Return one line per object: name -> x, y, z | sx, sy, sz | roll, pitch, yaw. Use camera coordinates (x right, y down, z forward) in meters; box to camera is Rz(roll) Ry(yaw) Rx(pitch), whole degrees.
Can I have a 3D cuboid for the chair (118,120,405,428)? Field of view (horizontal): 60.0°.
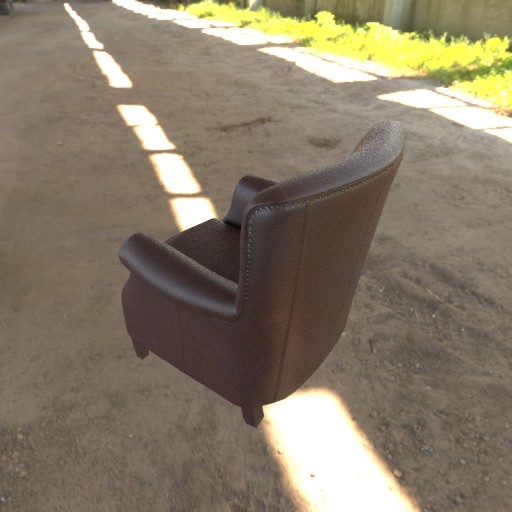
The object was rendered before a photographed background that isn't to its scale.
chair -> 0.000, 0.000, 1.374 | 0.746, 0.800, 0.700 | 21, 38, 29
